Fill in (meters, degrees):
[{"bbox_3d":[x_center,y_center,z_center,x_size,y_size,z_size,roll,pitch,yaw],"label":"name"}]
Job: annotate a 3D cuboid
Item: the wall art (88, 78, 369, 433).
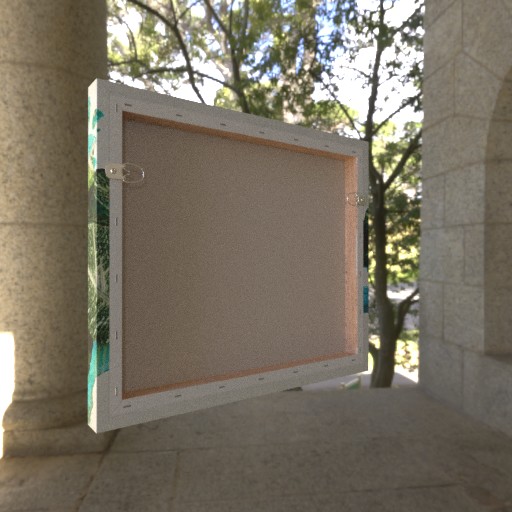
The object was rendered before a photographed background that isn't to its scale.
[{"bbox_3d":[0.000,0.000,0.705,0.507,0.435,0.041,0,0,-36],"label":"wall art"}]
